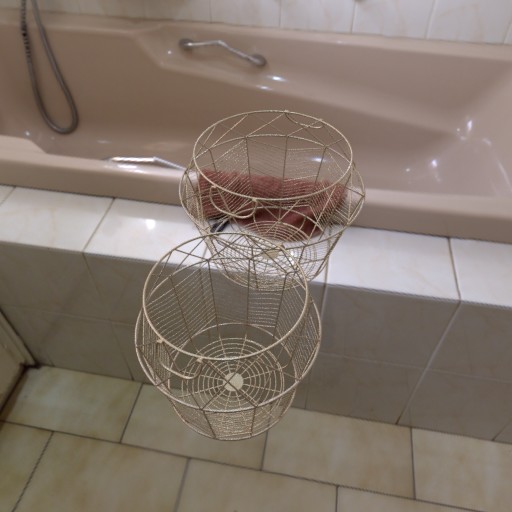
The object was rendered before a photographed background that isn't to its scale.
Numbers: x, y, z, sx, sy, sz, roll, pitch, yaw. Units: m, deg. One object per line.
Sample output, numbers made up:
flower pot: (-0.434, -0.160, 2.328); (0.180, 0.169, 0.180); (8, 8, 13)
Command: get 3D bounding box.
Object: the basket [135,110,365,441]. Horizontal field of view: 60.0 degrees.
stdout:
basket: (0.000, 0.000, 1.017); (0.451, 0.343, 0.805); (9, 47, 9)
